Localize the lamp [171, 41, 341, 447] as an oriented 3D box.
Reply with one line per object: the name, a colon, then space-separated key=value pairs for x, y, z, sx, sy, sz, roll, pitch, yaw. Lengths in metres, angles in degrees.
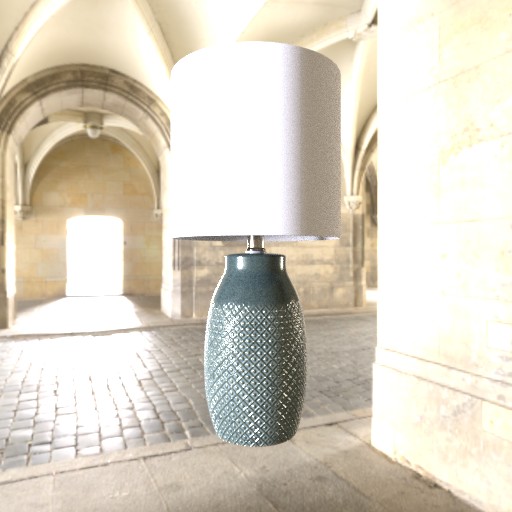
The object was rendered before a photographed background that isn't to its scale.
lamp: x=0.000 y=0.000 z=0.576 sx=0.217 sy=0.453 sz=0.217 roll=0 pitch=0 yaw=19
